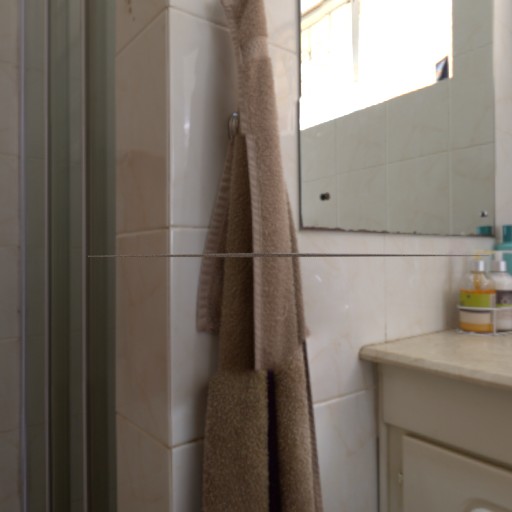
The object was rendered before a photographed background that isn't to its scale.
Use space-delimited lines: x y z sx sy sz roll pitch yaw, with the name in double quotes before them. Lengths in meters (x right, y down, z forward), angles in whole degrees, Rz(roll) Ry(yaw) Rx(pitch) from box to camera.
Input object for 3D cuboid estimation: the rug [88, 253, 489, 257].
"rug" 0.000 0.000 2.327 1.217 0.005 1.818 0 0 -36
